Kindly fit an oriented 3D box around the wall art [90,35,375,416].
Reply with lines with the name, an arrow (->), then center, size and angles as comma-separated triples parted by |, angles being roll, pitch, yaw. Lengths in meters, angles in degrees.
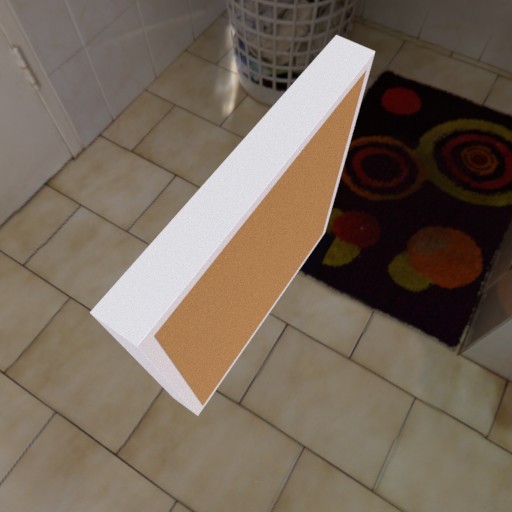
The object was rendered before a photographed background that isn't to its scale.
wall art -> 0.000, 0.000, 0.456 | 0.038, 0.305, 0.305 | 31, 67, 15
